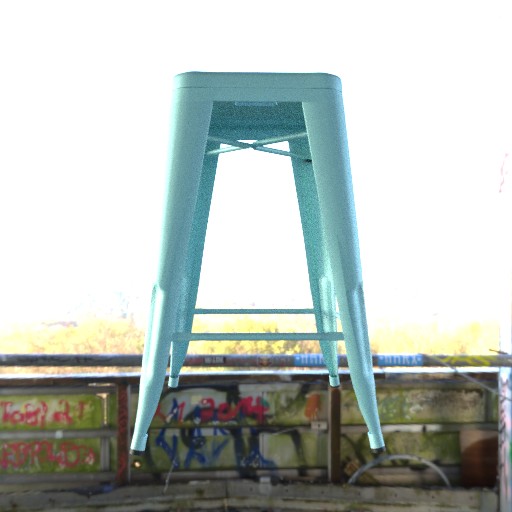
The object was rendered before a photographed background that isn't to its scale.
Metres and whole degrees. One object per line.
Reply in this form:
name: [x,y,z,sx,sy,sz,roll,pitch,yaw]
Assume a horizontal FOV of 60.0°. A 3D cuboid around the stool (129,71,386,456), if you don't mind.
stool: [0.000,0.000,0.852,0.399,0.609,0.359,0,0,-2]
